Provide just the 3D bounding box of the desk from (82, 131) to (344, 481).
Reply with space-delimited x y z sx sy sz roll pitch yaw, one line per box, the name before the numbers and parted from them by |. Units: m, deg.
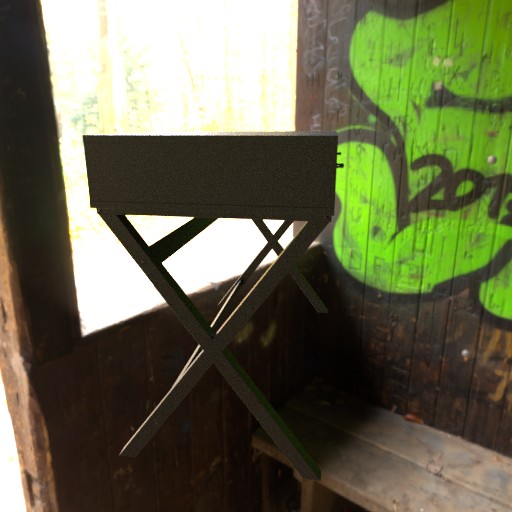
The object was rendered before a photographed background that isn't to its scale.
desk | 0.000 0.000 1.453 0.525 0.780 1.057 3 16 9
